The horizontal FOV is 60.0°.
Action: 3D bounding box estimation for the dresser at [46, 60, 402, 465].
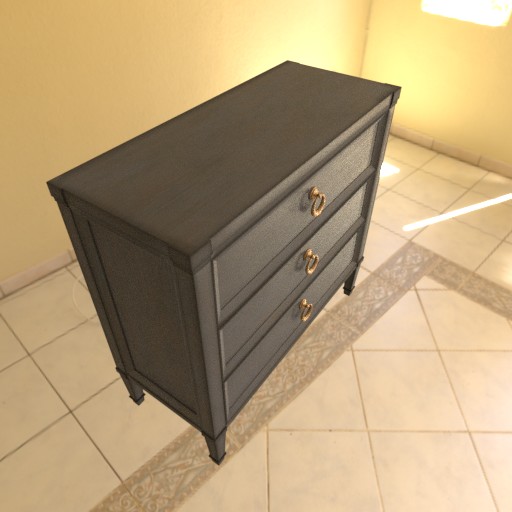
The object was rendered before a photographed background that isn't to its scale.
[{"bbox_3d":[0.000,0.000,1.587,0.463,0.986,1.049,26,48,26],"label":"dresser"}]
